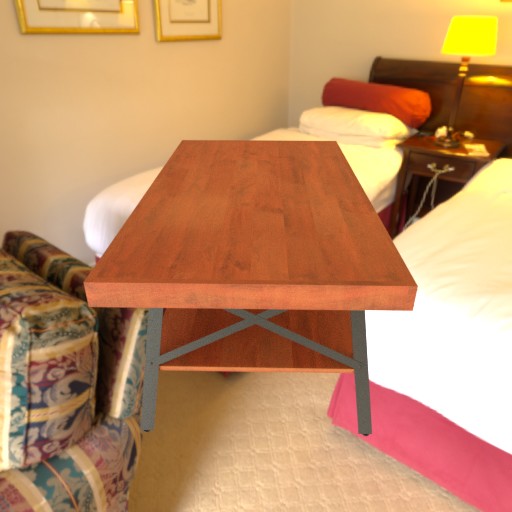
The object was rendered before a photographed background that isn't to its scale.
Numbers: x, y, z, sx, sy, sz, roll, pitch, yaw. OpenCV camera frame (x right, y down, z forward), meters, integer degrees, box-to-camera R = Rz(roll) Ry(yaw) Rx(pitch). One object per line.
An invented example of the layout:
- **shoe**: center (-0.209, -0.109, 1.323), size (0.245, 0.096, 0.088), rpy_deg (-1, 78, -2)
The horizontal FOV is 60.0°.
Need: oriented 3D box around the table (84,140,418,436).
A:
- **table**: center (0.000, 0.000, 1.380), size (0.610, 0.457, 1.067), rpy_deg (1, 28, 1)
